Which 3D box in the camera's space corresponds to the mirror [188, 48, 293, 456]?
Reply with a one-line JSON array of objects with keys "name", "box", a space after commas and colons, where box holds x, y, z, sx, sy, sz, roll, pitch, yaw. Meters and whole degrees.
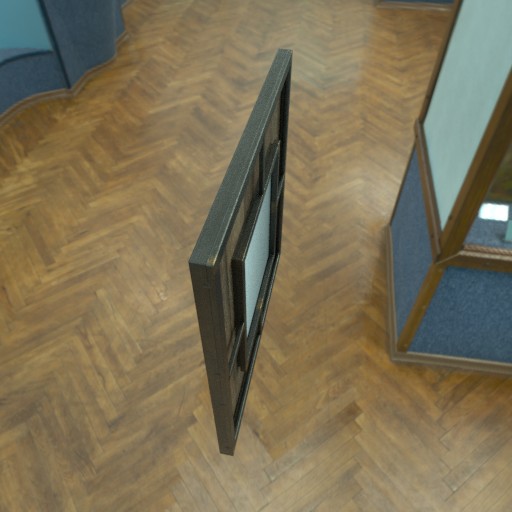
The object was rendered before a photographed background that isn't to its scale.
[{"name": "mirror", "box": [0.000, 0.000, 0.582, 0.020, 0.381, 0.382, 9, 47, 8]}]
